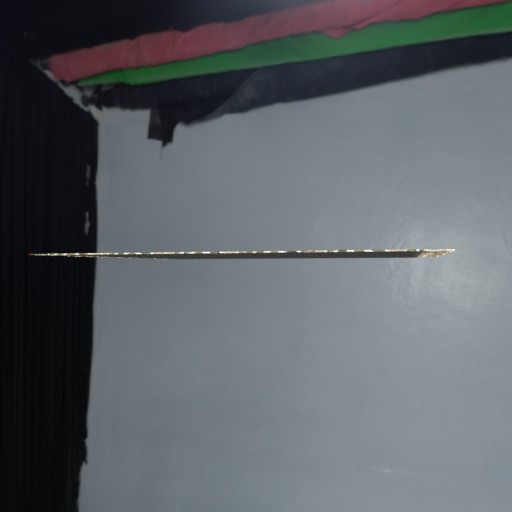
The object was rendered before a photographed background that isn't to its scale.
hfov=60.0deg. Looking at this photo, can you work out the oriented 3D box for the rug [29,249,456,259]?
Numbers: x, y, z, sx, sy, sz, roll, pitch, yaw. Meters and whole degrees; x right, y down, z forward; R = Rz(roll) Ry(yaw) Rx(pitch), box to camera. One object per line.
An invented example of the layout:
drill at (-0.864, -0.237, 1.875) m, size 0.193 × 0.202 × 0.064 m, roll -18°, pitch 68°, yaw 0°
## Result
rug at (0.000, 0.000, 2.336) m, size 1.829 × 0.008 × 1.219 m, roll 0°, pitch -1°, yaw 19°
